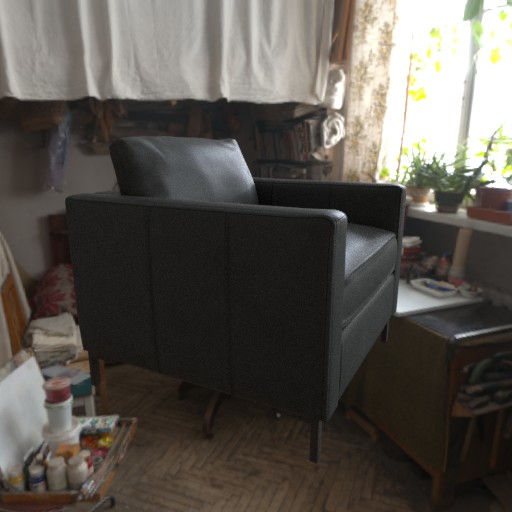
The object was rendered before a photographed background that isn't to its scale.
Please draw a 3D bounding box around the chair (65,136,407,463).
[{"bbox_3d":[0.000,0.000,1.506,0.861,0.824,0.967,7,16,27],"label":"chair"}]
